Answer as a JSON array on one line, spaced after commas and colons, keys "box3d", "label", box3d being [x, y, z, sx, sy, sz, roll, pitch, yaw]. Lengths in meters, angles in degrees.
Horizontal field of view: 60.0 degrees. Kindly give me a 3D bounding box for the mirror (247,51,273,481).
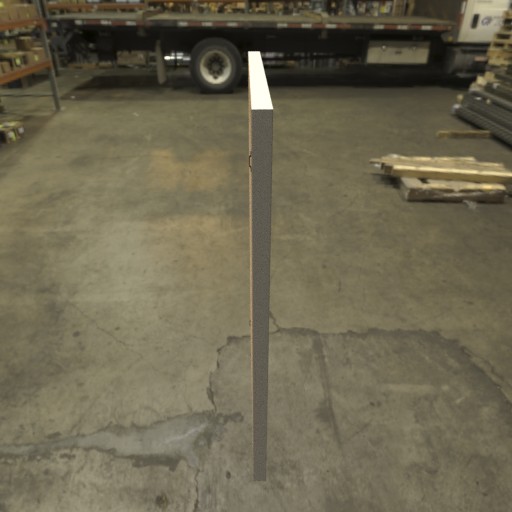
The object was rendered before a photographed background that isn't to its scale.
[{"box3d": [0.000, 0.000, 1.306, 0.040, 1.016, 0.762, -1, 31, -1], "label": "mirror"}]
